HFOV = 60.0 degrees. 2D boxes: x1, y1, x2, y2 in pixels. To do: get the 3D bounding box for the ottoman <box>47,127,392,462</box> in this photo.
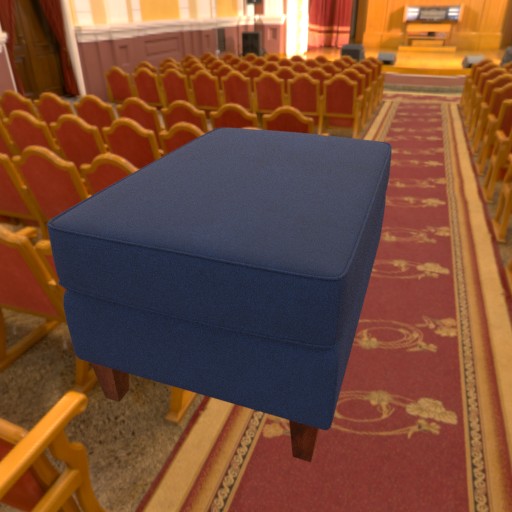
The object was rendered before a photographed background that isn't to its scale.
[{"bbox_3d":[0.000,0.000,1.373,0.686,0.584,0.965,10,31,17],"label":"ottoman"}]
